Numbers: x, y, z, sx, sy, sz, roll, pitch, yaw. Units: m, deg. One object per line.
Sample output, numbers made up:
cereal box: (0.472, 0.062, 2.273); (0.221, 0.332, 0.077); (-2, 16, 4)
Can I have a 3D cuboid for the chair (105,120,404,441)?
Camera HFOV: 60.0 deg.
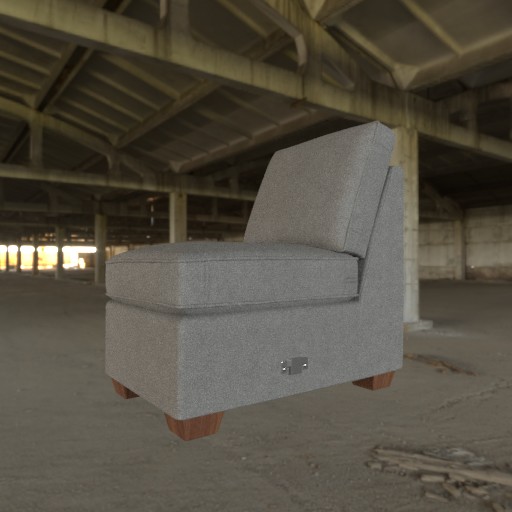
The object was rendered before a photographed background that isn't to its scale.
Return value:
chair: (0.000, 0.000, 1.608); (0.938, 0.970, 0.621); (0, 0, -36)
